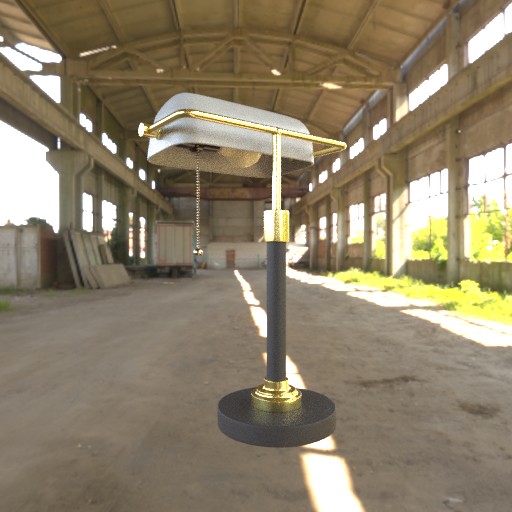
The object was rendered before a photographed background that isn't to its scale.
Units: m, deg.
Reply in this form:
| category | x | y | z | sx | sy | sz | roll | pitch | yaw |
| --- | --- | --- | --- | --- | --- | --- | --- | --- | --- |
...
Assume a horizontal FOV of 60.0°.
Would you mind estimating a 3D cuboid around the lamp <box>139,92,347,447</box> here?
| category | x | y | z | sx | sy | sz | roll | pitch | yaw |
| --- | --- | --- | --- | --- | --- | --- | --- | --- | --- |
| lamp | 0.000 | 0.000 | 0.572 | 0.269 | 0.404 | 0.227 | 0 | 1 | -37 |
